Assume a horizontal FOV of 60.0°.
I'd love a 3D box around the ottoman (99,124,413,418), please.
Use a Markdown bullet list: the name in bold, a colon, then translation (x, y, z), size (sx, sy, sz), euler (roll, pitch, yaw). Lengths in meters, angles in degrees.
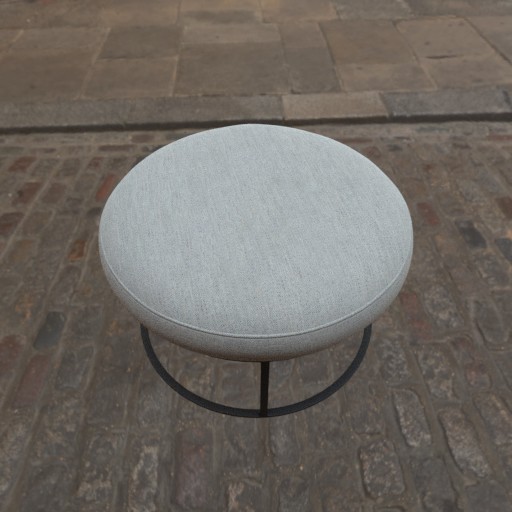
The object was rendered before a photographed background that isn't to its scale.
- **ottoman**: translation (0.000, 0.000, 1.212), size (0.769, 0.459, 0.769), euler (0, 47, 0)
